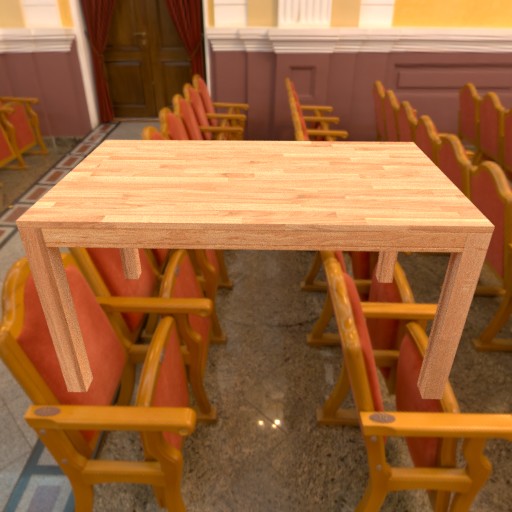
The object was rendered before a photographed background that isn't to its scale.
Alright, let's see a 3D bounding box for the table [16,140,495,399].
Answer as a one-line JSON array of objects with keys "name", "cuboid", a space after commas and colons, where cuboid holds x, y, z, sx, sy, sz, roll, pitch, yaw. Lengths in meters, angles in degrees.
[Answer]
[{"name": "table", "cuboid": [0.000, 0.000, 1.970, 1.500, 0.770, 0.900, 1, 31, 1]}]
